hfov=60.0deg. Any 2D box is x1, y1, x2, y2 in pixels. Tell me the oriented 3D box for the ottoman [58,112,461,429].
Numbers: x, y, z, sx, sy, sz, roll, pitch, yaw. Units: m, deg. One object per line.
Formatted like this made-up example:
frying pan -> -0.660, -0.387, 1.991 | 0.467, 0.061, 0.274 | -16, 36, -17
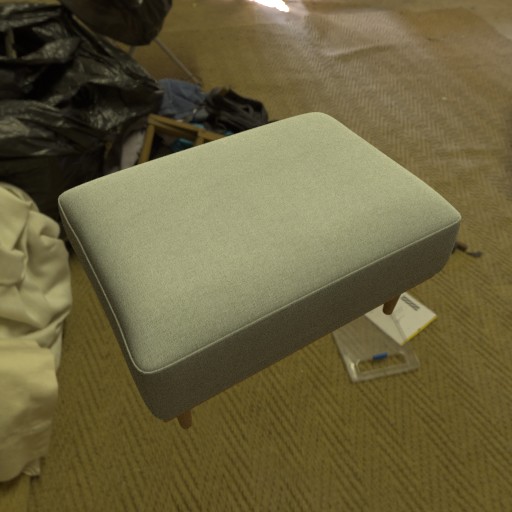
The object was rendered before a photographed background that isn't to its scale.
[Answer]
ottoman -> 0.000, 0.000, 1.074 | 0.749, 0.428, 0.549 | -24, 51, -21
